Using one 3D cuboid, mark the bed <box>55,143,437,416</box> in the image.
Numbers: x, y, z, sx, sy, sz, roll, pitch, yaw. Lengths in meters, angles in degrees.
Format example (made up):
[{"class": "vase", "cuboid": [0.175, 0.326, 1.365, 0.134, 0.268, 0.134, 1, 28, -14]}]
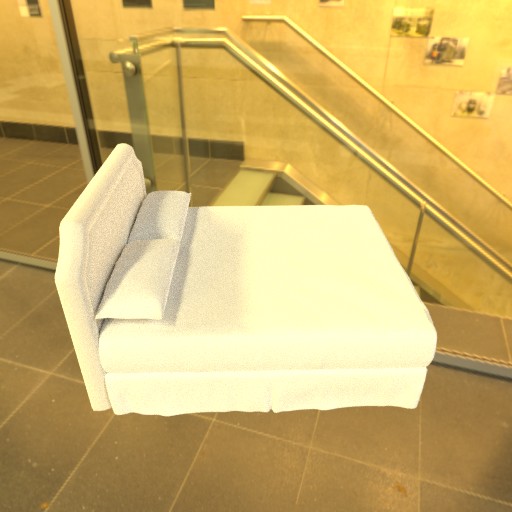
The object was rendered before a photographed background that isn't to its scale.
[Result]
[{"class": "bed", "cuboid": [0.000, 0.000, 3.864, 2.548, 1.524, 2.134, -1, 32, -1]}]
